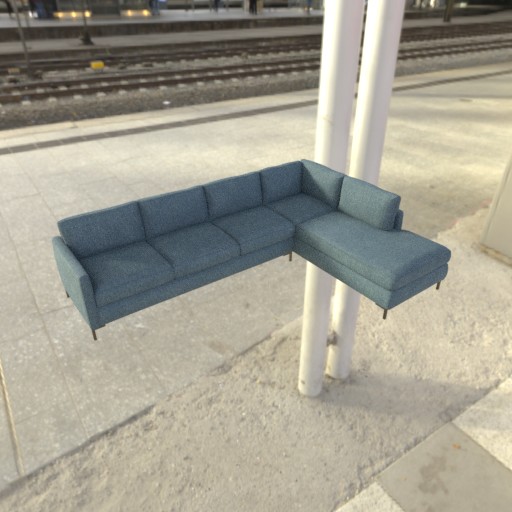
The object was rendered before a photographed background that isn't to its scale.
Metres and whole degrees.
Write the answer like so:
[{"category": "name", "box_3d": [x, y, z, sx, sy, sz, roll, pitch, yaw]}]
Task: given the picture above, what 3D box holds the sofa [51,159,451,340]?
[{"category": "sofa", "box_3d": [0.000, 0.000, 3.920, 2.949, 0.815, 2.007, -20, 36, -30]}]
